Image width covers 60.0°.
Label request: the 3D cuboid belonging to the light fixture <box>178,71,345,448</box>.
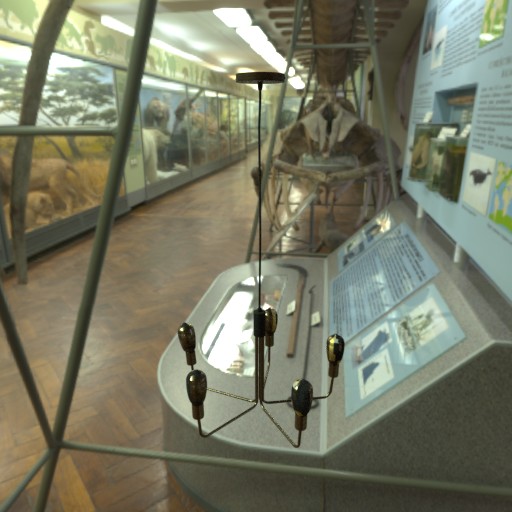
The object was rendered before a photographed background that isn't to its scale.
[{"bbox_3d":[0.000,0.000,1.396,0.588,1.059,0.532,3,17,9],"label":"light fixture"}]
